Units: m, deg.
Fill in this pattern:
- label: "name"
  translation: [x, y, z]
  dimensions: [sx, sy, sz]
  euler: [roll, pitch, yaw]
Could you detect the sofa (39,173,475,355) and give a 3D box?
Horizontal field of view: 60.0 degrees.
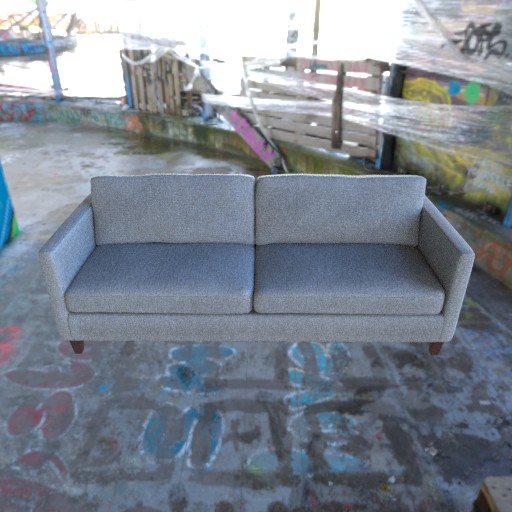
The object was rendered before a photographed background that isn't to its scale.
- label: "sofa"
  translation: [0.000, 0.000, 2.941]
  dimensions: [2.434, 0.951, 0.948]
  euler: [0, 29, 0]
